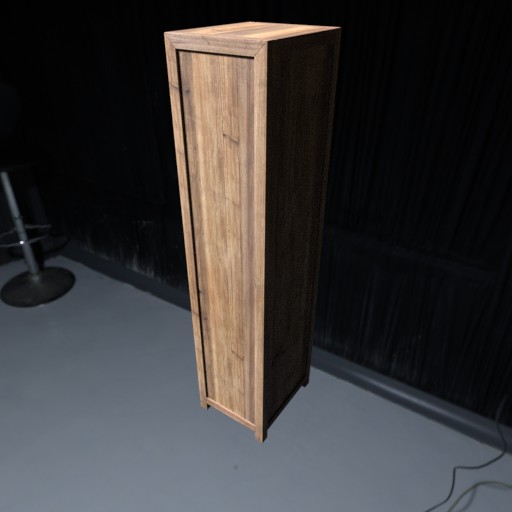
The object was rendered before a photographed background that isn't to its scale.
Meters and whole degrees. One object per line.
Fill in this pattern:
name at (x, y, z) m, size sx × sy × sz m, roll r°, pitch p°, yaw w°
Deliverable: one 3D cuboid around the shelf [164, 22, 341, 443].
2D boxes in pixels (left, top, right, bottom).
shelf at (0.000, 0.000, 2.081) m, size 0.428 × 1.900 × 0.500 m, roll 20°, pitch 37°, yaw 29°
